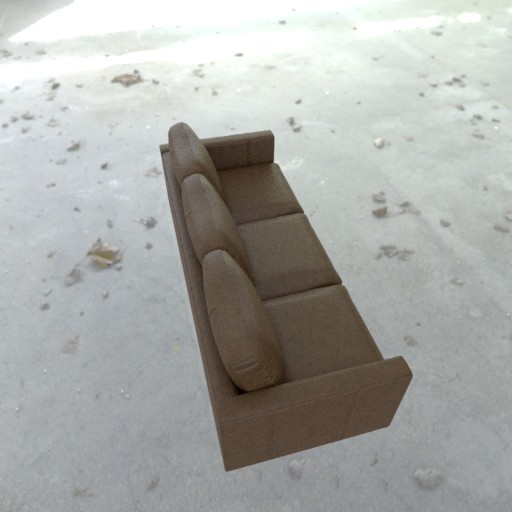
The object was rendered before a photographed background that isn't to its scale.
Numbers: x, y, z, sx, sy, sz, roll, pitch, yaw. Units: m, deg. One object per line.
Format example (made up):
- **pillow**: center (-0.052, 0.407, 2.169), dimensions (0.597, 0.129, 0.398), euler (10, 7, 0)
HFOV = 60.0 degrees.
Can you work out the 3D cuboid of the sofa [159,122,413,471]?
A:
- **sofa**: center (0.000, 0.000, 2.781), dimensions (0.903, 0.930, 2.231), euler (-11, 46, -11)
